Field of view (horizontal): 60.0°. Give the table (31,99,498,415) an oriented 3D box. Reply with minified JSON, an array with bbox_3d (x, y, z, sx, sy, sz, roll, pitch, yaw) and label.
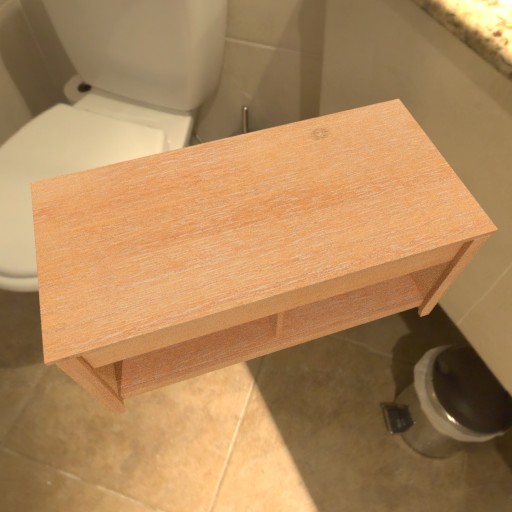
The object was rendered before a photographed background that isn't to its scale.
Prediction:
[{"bbox_3d":[0.000,0.000,1.252,1.016,0.457,0.483,-15,59,-10],"label":"table"}]
